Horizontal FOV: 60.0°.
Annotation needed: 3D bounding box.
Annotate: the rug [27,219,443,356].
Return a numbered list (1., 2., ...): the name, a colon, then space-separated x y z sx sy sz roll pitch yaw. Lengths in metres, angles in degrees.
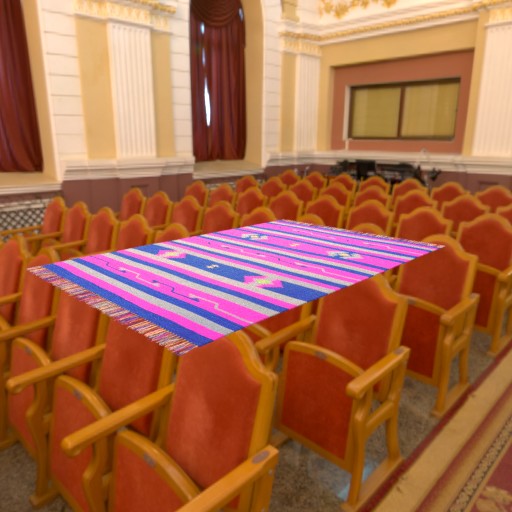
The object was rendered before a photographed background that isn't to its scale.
1. rug: 0.000 0.000 2.888 1.539 0.013 2.350 14 20 43
